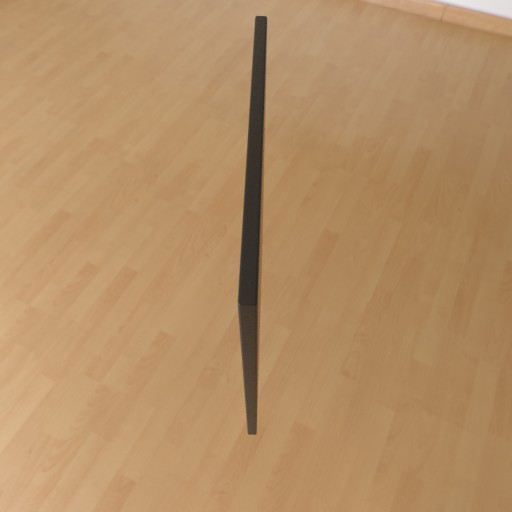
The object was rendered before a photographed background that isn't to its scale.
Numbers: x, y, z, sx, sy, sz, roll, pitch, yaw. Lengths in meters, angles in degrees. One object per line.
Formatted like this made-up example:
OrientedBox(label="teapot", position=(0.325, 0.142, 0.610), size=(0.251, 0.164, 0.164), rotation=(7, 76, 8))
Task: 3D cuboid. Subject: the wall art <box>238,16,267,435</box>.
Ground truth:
OrientedBox(label="wall art", position=(0.000, 0.000, 0.777), size=(0.018, 0.582, 0.481), rotation=(2, 57, 1))
